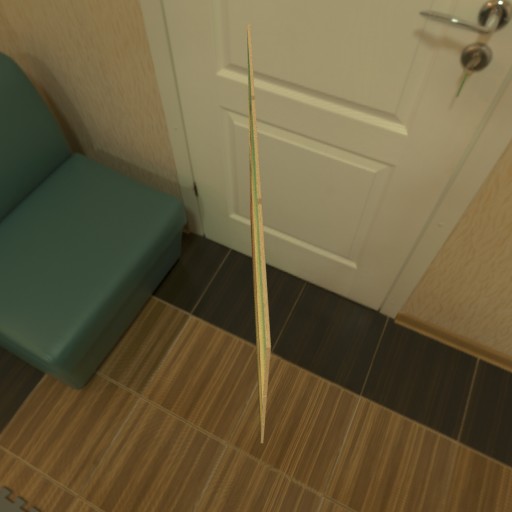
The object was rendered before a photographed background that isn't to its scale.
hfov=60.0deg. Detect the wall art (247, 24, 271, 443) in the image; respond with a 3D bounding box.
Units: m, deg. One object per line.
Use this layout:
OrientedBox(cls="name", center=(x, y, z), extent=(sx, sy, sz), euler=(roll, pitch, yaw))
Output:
OrientedBox(cls="wall art", center=(0.000, 0.000, 2.229), extent=(0.014, 1.507, 1.519), euler=(-2, 58, -1))
